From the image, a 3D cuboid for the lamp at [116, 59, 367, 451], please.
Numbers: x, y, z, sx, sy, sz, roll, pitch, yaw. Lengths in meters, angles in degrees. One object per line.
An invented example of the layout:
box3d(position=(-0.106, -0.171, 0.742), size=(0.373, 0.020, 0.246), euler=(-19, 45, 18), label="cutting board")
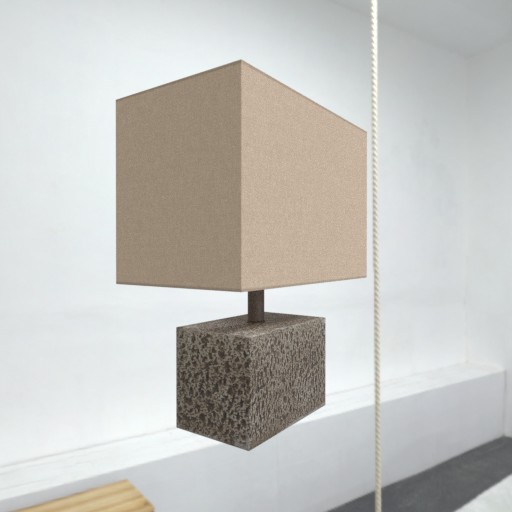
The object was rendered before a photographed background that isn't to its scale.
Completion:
box3d(position=(0.000, 0.000, 0.569), size=(0.180, 0.411, 0.294), euler=(0, 1, 36), label="lamp")
